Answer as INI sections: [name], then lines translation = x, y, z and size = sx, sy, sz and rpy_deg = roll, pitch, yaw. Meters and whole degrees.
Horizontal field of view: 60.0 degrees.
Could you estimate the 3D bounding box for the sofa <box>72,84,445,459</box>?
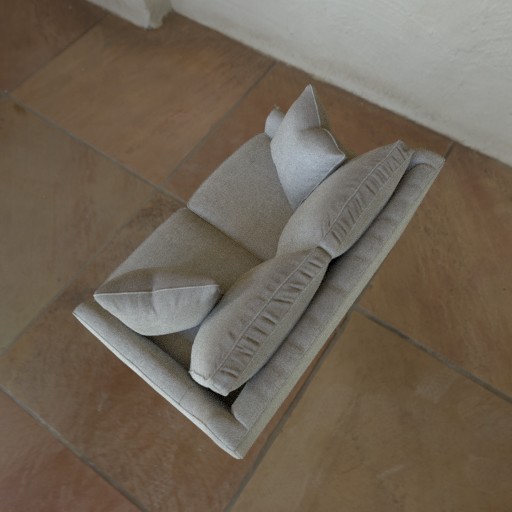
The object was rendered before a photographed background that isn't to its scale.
[sofa]
translation = 0.000, 0.000, 2.005
size = 0.915, 0.863, 1.422
rpy_deg = 34, 69, 16
